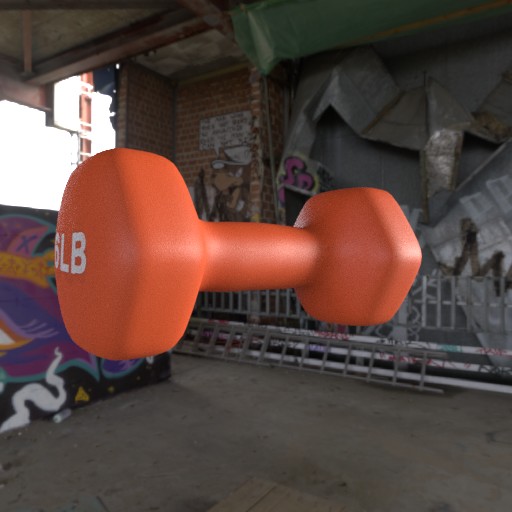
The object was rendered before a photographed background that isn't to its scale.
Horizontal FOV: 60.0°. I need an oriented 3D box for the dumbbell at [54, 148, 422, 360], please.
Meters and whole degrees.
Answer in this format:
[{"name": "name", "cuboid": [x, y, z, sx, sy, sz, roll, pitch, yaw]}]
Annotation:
[{"name": "dumbbell", "cuboid": [0.000, 0.000, 0.199, 0.162, 0.071, 0.079, 1, -1, -37]}]
